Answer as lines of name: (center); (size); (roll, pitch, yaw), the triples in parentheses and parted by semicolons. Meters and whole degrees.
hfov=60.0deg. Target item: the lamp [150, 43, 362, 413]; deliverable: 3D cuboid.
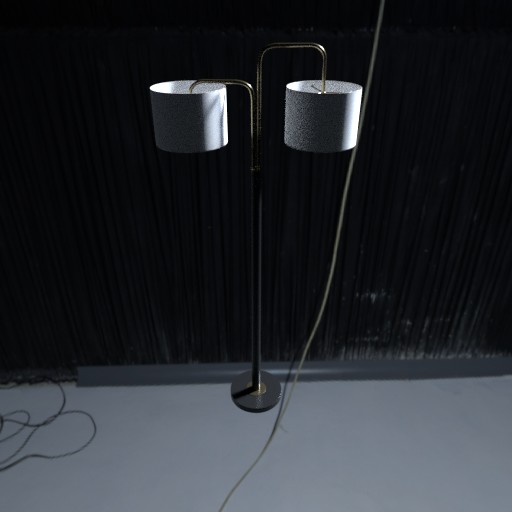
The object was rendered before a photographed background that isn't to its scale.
lamp: (0.000, 0.000, 1.826); (0.711, 1.587, 0.254); (0, 30, 0)
